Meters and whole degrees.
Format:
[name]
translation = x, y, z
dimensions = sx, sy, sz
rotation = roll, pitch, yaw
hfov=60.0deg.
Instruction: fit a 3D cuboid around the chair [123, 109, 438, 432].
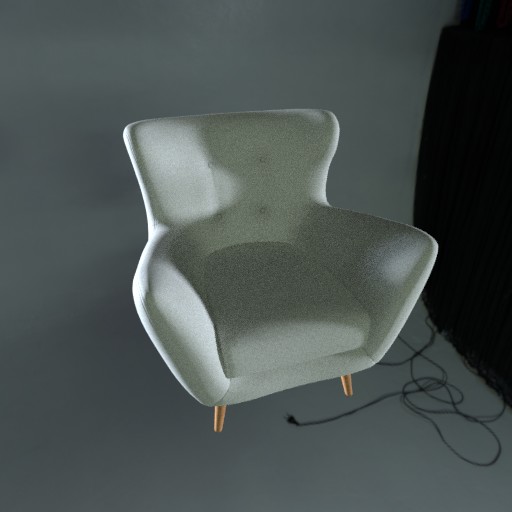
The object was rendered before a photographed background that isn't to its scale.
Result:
[chair]
translation = 0.000, 0.000, 1.607
dimensions = 0.890, 0.889, 0.889
rotation = -9, 31, -16
